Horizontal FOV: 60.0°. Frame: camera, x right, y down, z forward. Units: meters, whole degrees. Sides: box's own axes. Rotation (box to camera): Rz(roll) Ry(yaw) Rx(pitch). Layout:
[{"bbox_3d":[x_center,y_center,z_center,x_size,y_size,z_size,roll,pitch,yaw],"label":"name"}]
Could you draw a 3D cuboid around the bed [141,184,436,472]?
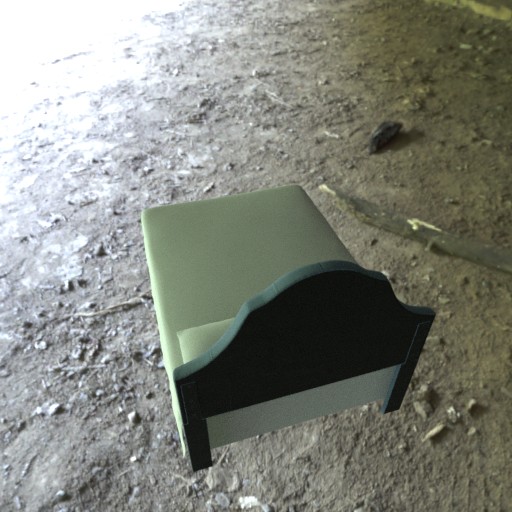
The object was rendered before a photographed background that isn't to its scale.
[{"bbox_3d":[0.000,0.000,3.331,1.636,1.575,2.155,-11,42,-13],"label":"bed"}]
